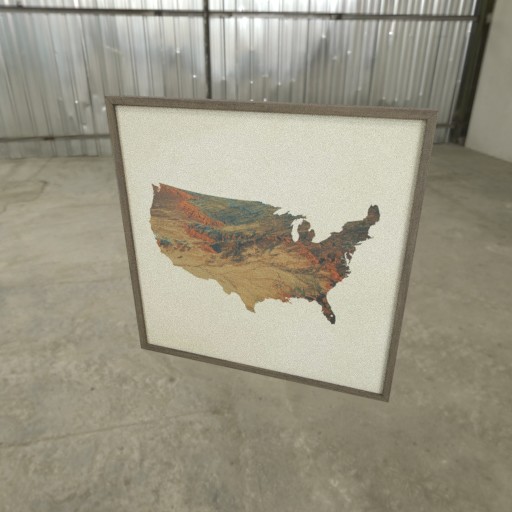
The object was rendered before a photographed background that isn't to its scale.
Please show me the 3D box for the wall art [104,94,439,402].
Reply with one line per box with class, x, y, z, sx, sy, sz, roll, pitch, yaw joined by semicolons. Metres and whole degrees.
wall art;0.000;0.000;0.764;0.508;0.507;0.016;8;28;16
